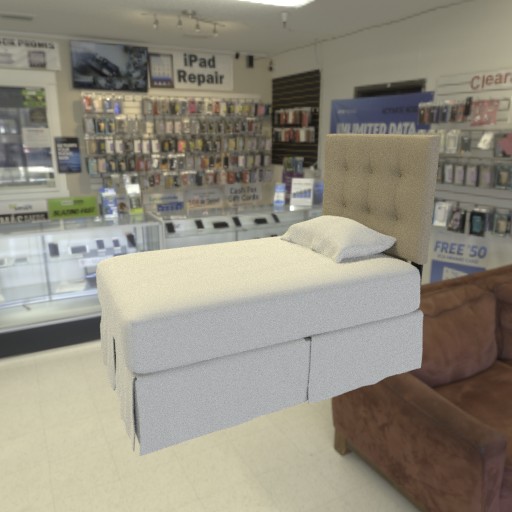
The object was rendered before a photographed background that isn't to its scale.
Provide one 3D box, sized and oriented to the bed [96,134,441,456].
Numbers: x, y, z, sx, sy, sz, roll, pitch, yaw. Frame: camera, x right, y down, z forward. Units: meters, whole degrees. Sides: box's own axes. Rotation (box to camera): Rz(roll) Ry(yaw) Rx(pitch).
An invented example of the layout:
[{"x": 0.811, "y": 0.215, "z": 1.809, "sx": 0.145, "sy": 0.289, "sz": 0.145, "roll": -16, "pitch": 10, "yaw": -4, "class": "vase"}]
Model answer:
[{"x": 0.000, "y": 0.000, "z": 2.976, "sx": 1.997, "sy": 1.571, "sz": 1.261, "roll": -8, "pitch": 18, "yaw": -25, "class": "bed"}]
